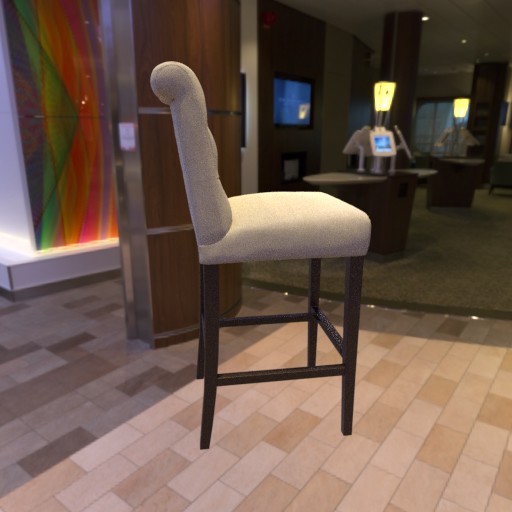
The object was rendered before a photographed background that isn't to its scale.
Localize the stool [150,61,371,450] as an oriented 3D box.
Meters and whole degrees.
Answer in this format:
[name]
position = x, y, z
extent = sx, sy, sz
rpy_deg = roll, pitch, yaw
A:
[stool]
position = 0.000, 0.000, 1.482
extent = 0.601, 1.140, 0.493
rpy_deg = -2, 16, -9
